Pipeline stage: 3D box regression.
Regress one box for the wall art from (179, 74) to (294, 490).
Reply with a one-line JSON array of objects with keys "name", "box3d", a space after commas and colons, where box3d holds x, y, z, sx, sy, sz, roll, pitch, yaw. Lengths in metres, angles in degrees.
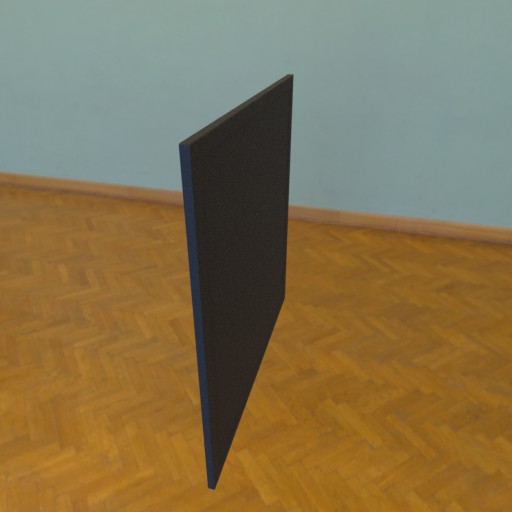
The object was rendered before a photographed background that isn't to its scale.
[{"name": "wall art", "box3d": [0.000, 0.000, 0.815, 0.012, 0.558, 0.562, 7, 30, 13]}]
